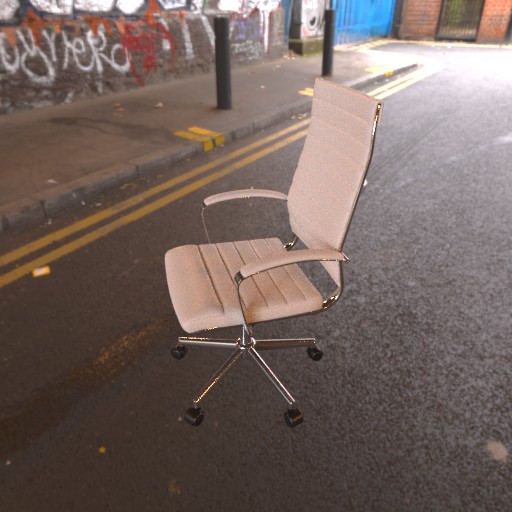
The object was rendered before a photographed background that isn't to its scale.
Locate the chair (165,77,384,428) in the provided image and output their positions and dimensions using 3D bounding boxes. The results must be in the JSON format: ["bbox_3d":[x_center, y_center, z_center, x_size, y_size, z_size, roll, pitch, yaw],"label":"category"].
[{"bbox_3d":[0.000,0.000,1.631,0.679,1.149,0.679,-9,31,-15],"label":"chair"}]
